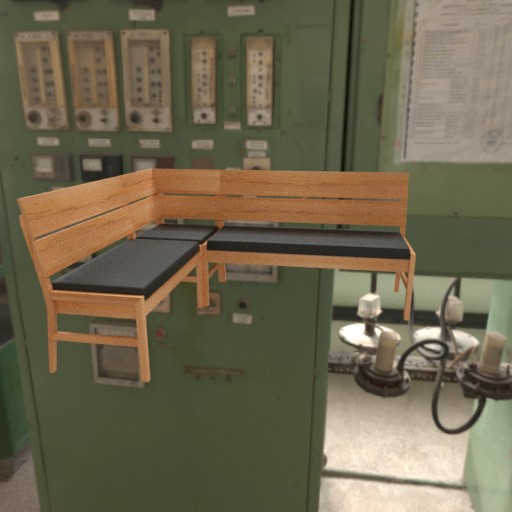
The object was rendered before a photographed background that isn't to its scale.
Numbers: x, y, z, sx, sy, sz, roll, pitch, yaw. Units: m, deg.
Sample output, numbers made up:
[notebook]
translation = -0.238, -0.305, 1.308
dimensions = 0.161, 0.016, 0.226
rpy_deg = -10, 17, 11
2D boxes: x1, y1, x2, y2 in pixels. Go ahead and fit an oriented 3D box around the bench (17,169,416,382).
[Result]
[bench]
translation = 0.000, 0.000, 2.714
dimensions = 1.948, 0.890, 1.548
rpy_deg = 3, 16, 9
